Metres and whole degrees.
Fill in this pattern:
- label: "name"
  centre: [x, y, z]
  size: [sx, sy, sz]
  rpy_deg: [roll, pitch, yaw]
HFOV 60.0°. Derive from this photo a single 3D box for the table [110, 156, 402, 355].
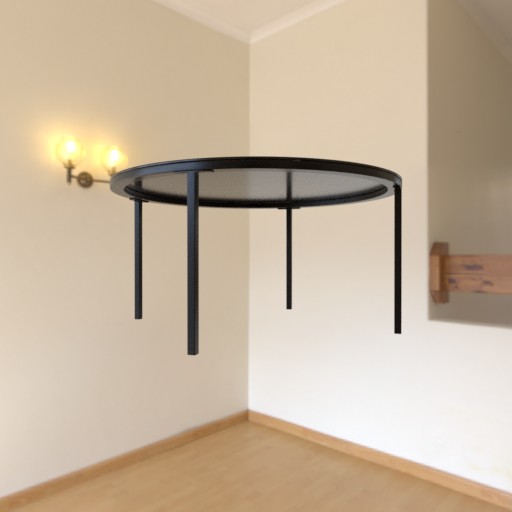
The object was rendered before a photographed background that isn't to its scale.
- label: "table"
  centre: [0.000, 0.000, 1.278]
  size: [0.800, 0.400, 0.800]
  rpy_deg: [0, 0, 0]
